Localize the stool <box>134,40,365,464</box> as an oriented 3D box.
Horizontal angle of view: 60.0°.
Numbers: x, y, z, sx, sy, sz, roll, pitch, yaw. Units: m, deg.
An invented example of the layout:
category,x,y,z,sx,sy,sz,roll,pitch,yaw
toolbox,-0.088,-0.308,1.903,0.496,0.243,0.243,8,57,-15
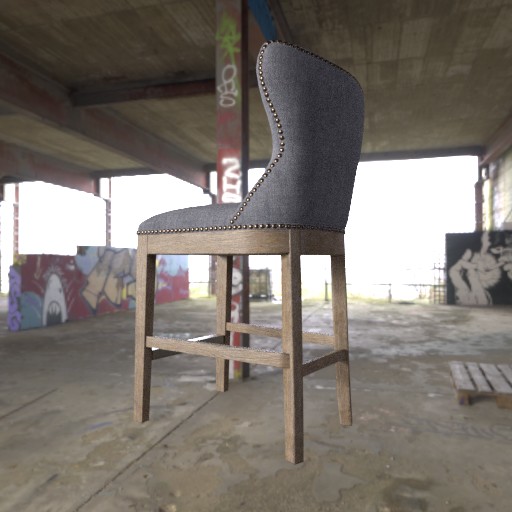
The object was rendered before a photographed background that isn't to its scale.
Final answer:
category,x,y,z,sx,sy,sz,roll,pitch,yaw
stool,0.000,0.000,1.305,0.608,0.981,0.498,0,-1,36
